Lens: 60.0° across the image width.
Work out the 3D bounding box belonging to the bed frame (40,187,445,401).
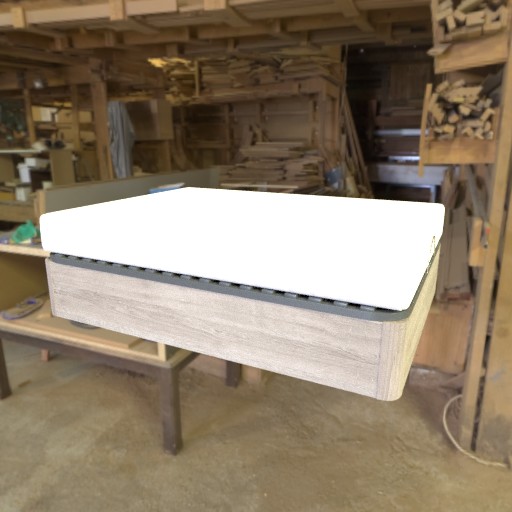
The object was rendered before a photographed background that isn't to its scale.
[{"bbox_3d":[0.000,0.000,2.577,1.900,0.561,1.400,8,17,26],"label":"bed frame"}]
